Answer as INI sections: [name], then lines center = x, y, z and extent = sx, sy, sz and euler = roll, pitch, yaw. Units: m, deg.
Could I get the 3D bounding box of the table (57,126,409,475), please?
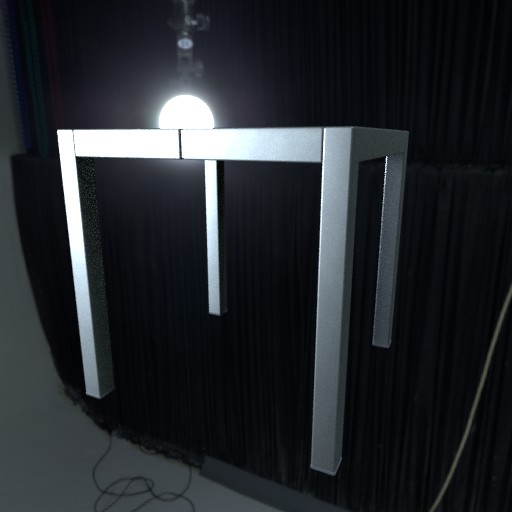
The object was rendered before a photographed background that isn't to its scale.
[table]
center = 0.000, 0.000, 0.931
extent = 0.508, 0.508, 0.508
euler = 7, 17, 25
